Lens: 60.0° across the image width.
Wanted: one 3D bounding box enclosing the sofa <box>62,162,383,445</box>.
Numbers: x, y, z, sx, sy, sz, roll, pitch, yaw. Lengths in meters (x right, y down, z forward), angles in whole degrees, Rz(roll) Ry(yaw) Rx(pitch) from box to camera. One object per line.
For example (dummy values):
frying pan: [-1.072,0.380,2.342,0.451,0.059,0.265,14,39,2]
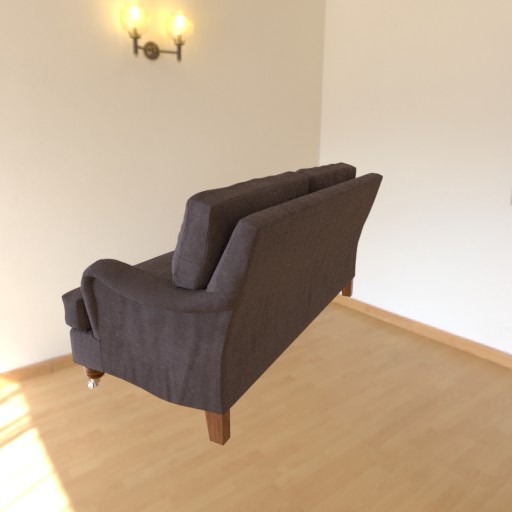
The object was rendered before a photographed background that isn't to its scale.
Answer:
sofa: [0.000,0.000,2.796,1.086,1.087,2.165,8,18,26]
